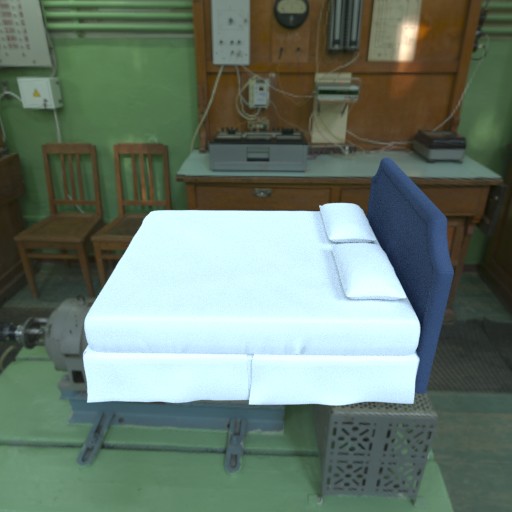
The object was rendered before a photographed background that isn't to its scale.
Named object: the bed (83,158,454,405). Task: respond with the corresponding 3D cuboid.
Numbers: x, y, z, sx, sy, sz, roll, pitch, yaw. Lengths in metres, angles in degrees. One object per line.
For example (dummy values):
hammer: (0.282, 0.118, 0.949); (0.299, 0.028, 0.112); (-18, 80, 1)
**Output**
bed: (0.000, 0.000, 4.237); (2.773, 1.488, 2.350); (0, 27, 1)
